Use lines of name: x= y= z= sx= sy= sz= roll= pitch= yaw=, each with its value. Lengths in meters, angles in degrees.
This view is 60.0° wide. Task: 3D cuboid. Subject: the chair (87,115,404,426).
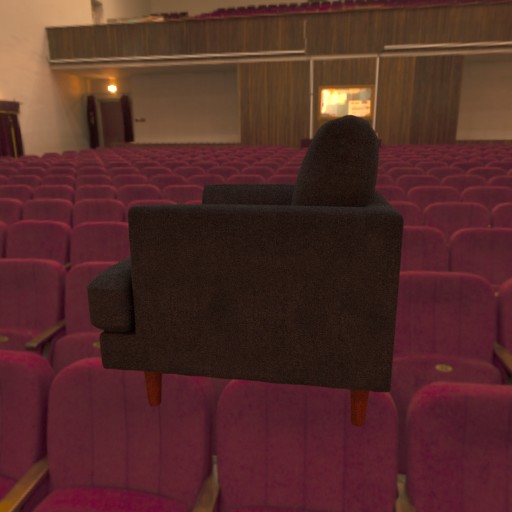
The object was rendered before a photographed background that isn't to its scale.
chair: x=0.000 y=0.000 z=1.628 sx=0.899 sy=0.957 sz=0.858 roll=2 pitch=14 yaw=9
